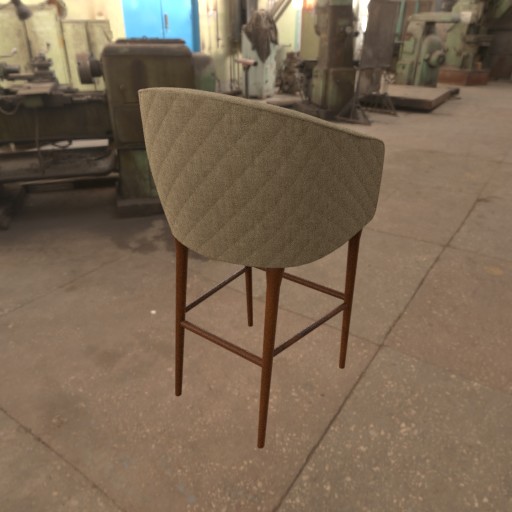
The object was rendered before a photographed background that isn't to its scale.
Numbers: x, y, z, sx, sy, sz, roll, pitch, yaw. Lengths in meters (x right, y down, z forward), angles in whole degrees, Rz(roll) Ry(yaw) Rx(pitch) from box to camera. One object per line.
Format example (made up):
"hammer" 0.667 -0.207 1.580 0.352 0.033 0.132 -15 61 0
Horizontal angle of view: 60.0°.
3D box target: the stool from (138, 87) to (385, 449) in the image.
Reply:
"stool" 0.000 0.000 1.434 0.559 1.078 0.607 19 34 32
